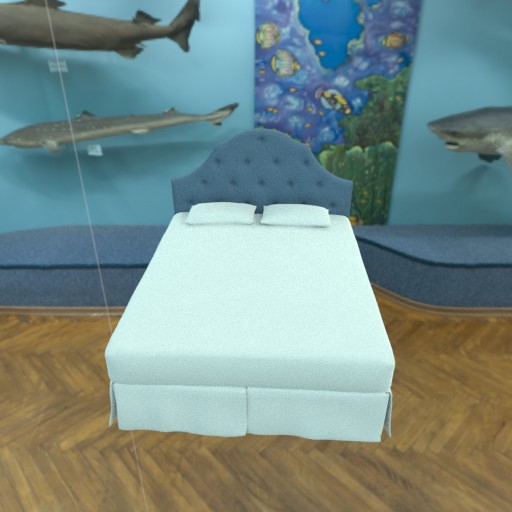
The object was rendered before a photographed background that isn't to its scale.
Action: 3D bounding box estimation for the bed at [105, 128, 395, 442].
[{"bbox_3d":[0.000,0.000,3.842,2.039,1.617,2.477,1,29,2],"label":"bed"}]
